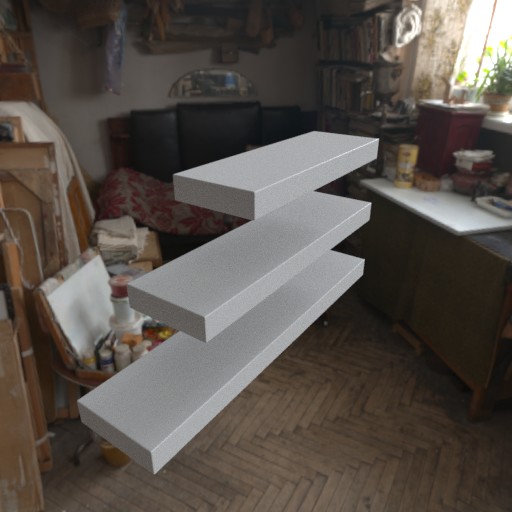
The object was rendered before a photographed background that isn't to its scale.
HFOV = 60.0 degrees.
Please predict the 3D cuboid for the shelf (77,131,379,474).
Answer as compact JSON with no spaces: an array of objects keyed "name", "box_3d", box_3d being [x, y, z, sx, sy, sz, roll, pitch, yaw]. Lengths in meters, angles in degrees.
[{"name":"shelf","box_3d":[0.000,0.000,0.716,0.140,0.293,0.610,17,31,31]}]
